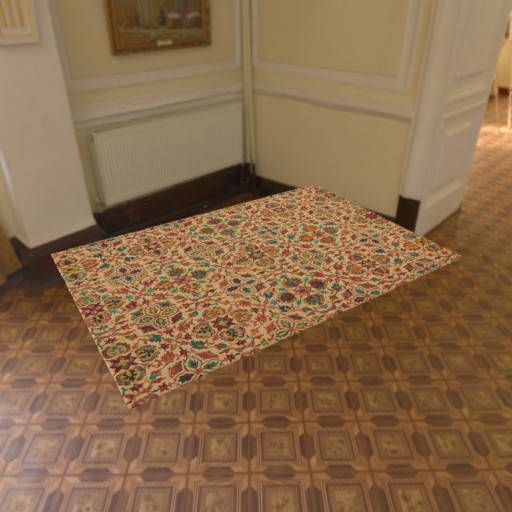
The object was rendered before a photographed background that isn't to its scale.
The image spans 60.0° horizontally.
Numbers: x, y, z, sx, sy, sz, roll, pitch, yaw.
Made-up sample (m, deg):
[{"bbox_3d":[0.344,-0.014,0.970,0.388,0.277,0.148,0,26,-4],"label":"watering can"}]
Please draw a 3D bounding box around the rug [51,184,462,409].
[{"bbox_3d":[0.000,0.000,2.975,2.297,0.018,1.541,-19,36,-28],"label":"rug"}]
